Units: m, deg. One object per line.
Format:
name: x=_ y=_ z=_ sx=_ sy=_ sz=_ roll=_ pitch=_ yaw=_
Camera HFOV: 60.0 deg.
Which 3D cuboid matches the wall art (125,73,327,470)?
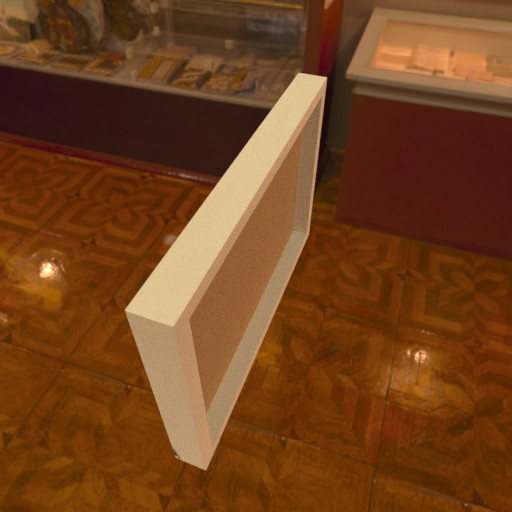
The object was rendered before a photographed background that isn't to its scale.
wall art: x=0.000 y=0.000 z=0.497 sx=0.039 sy=0.254 sz=0.384 roll=15 pitch=48 yaw=15
